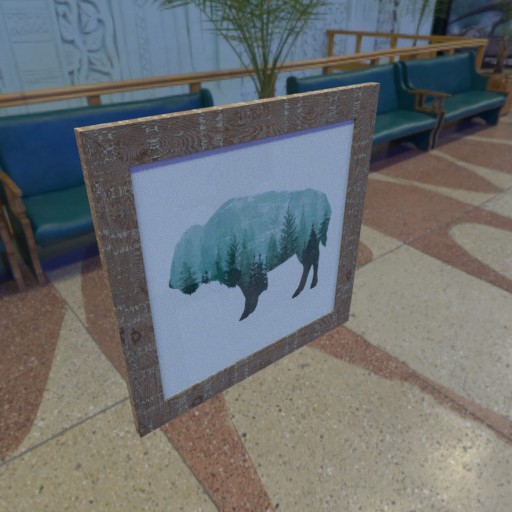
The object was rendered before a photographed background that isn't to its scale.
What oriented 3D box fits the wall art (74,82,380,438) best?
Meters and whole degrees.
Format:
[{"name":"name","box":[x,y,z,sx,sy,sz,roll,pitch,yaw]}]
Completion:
[{"name":"wall art","box":[0.000,0.000,0.564,0.380,0.380,0.022,-21,36,-32]}]
